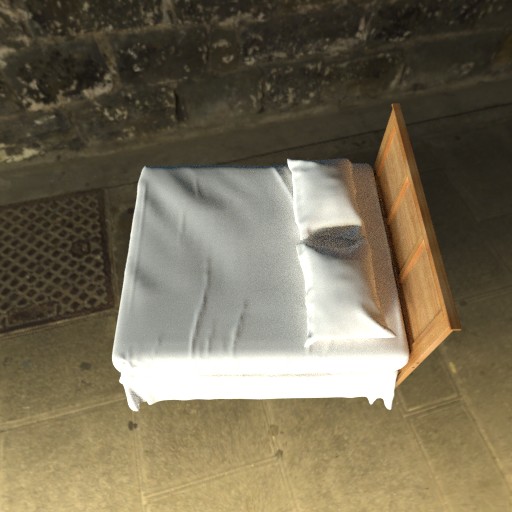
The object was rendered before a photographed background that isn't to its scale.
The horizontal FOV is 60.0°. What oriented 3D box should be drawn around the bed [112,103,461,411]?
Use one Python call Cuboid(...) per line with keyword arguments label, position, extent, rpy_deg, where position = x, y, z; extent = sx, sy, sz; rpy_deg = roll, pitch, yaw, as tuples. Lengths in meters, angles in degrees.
Cuboid(label="bed", position=(0.000, 0.000, 3.139), extent=(2.035, 1.273, 1.870), rpy_deg=(-1, 58, 0))
